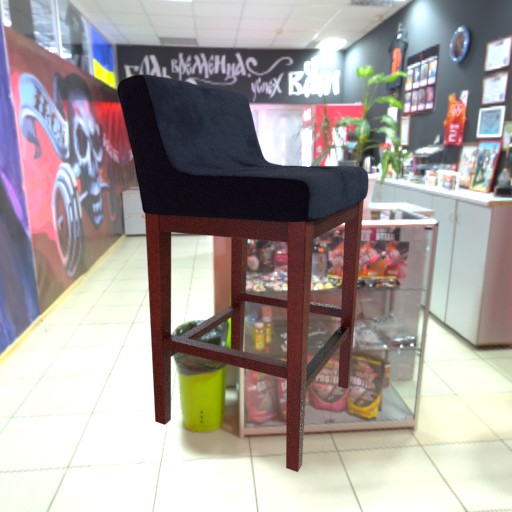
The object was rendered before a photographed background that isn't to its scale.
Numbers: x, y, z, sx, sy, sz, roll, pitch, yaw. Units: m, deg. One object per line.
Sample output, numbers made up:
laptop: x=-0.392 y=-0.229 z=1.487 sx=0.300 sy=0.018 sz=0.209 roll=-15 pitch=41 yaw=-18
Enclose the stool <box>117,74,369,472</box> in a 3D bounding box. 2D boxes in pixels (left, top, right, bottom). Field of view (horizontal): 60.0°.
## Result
stool: x=0.000 y=0.000 z=1.268 sx=0.516 sy=0.945 sz=0.511 roll=7 pitch=16 yaw=27
